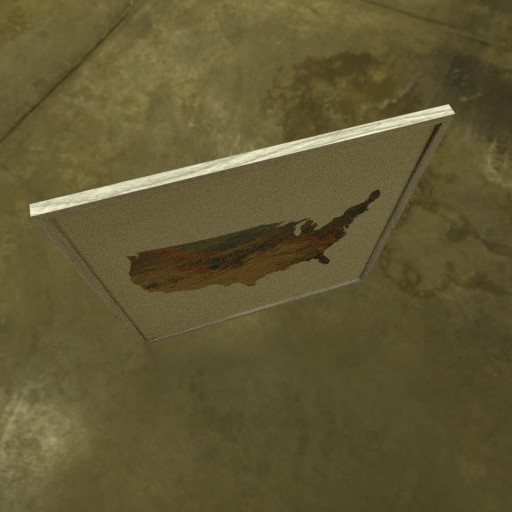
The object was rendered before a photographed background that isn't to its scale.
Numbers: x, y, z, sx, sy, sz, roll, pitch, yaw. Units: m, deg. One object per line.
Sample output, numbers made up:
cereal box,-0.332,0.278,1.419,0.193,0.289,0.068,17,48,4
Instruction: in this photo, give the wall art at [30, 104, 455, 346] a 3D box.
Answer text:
wall art,0.000,0.000,0.736,0.508,0.507,0.016,-15,64,-8
